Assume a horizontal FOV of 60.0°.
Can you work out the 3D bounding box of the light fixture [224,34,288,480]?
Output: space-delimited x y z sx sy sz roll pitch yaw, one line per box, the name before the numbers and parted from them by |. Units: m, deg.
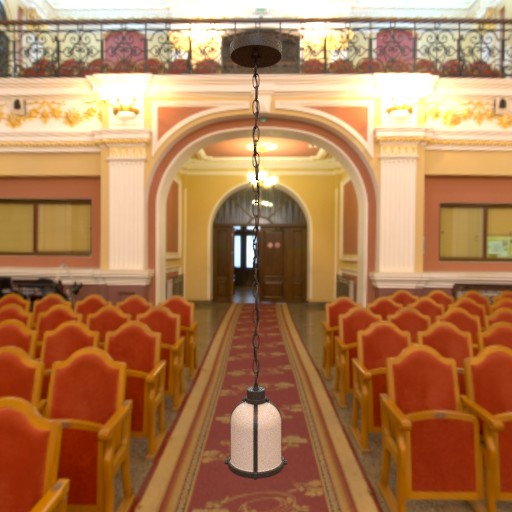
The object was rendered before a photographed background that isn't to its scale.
light fixture | 0.000 0.000 1.252 0.178 1.181 0.178 0 0 1
